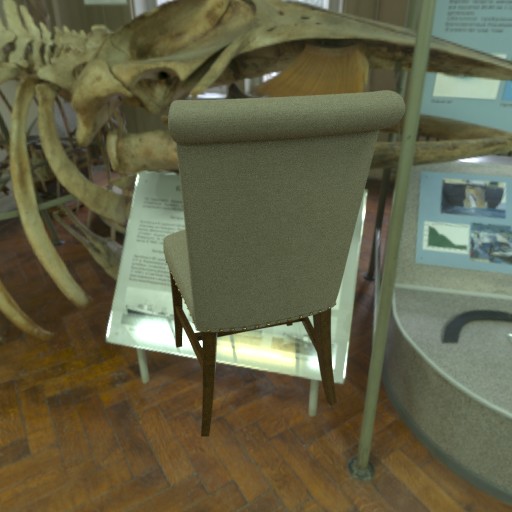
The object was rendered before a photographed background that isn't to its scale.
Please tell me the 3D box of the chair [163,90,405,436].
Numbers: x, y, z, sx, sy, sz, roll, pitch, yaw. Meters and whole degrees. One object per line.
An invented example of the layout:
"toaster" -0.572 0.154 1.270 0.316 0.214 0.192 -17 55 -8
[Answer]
"chair" 0.000 0.000 1.341 0.513 0.988 0.608 -8 29 -15
